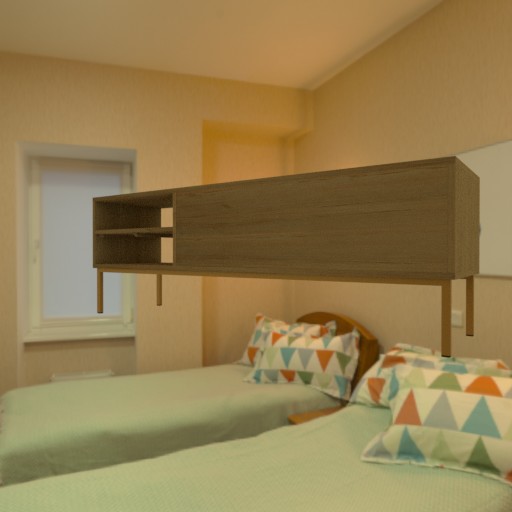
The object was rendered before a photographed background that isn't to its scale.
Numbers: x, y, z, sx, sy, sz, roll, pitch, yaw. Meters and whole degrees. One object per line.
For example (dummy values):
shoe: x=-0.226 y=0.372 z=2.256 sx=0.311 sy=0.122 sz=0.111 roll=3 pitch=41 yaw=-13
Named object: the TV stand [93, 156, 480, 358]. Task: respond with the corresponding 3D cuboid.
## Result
TV stand: x=0.000 y=0.000 z=1.825 sx=1.600 sy=0.550 sz=0.420 roll=0 pitch=1 yaw=35
